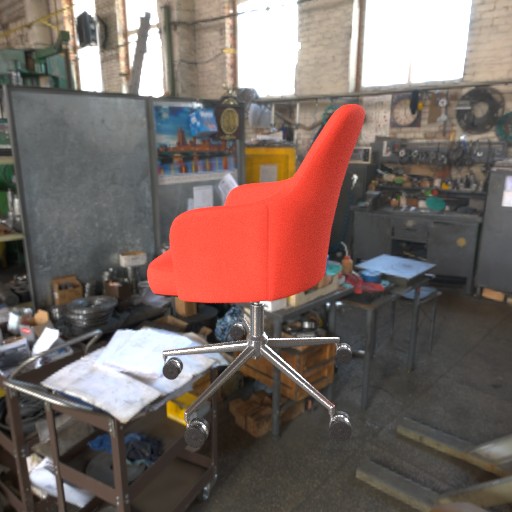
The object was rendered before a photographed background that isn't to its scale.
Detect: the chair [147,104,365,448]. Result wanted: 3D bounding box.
[{"bbox_3d":[0.000,0.000,1.285,0.600,0.820,0.655,3,15,10],"label":"chair"}]
